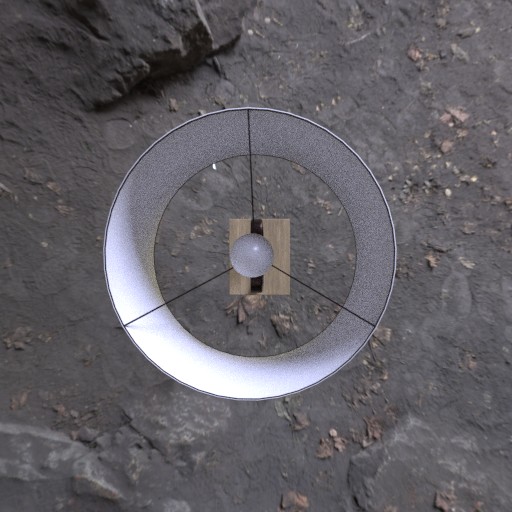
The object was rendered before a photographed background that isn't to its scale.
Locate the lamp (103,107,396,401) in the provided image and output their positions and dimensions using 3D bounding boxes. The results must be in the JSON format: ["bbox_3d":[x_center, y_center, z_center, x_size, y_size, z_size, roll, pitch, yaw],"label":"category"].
[{"bbox_3d":[0.000,0.000,0.674,0.279,0.508,0.279,0,90,2],"label":"lamp"}]
